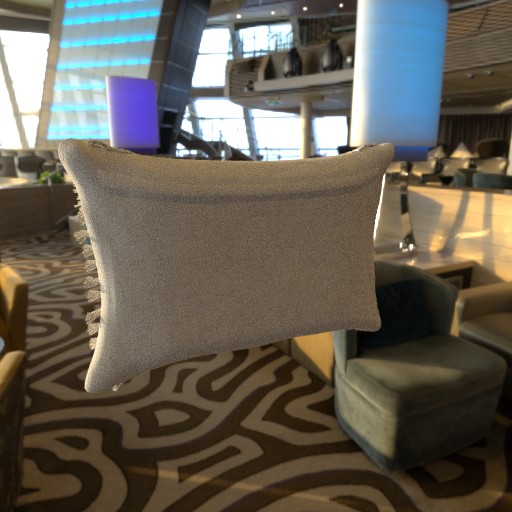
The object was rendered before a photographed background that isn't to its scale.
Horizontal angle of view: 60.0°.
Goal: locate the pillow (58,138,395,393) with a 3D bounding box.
[{"bbox_3d":[0.000,0.000,0.601,0.466,0.305,0.084,-7,15,-26],"label":"pillow"}]
